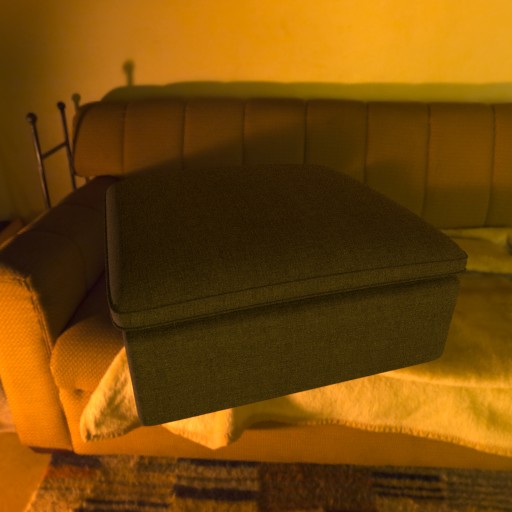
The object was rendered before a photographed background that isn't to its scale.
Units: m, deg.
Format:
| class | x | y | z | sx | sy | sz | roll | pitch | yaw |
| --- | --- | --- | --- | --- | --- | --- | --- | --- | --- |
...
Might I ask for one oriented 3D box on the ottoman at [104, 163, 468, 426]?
| class | x | y | z | sx | sy | sz | roll | pitch | yaw |
| --- | --- | --- | --- | --- | --- | --- | --- | --- | --- |
| ottoman | 0.000 | 0.000 | 1.711 | 1.067 | 0.559 | 1.067 | -8 | 27 | -16 |
